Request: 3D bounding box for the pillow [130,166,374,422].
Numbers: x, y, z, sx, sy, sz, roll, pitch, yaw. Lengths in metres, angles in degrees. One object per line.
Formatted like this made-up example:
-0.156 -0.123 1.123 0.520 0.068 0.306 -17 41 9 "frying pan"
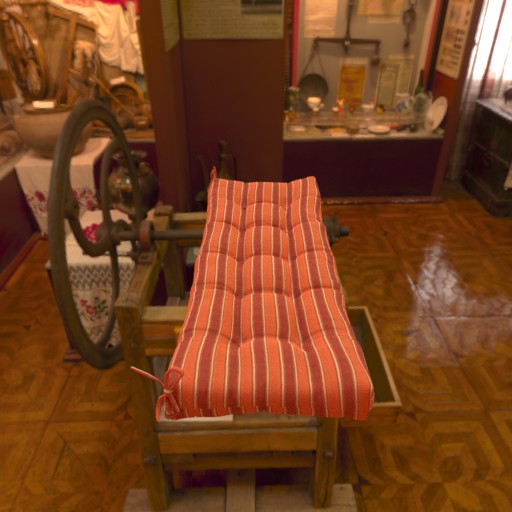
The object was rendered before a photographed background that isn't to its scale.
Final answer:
0.000 0.000 1.389 0.511 0.174 1.194 0 32 0 "pillow"
